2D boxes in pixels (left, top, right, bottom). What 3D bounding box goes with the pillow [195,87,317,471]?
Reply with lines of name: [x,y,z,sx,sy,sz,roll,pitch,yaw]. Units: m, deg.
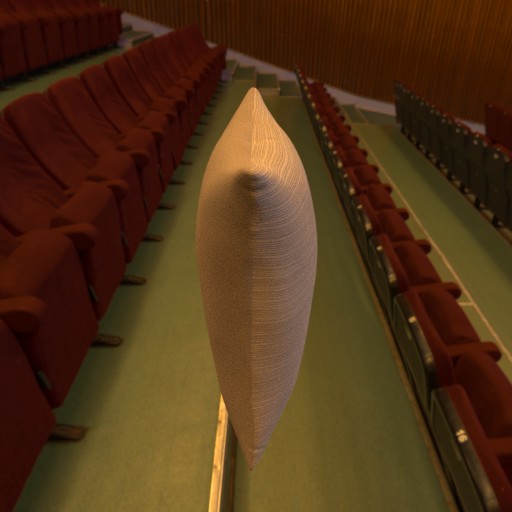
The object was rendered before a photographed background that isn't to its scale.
pillow: [0.000,0.000,0.796,0.204,0.497,0.512,0,30,0]
